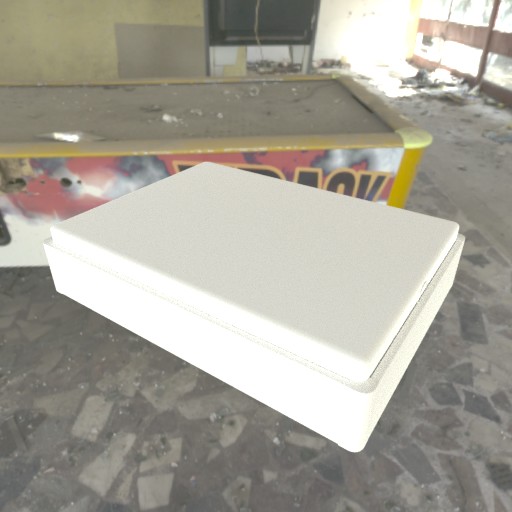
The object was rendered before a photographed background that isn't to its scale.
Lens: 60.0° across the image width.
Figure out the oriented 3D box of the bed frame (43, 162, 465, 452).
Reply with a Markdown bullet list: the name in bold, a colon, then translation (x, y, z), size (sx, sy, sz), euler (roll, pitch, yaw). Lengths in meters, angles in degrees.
- **bed frame**: translation (0.000, 0.000, 2.504), size (1.900, 0.406, 1.400), euler (20, 36, 29)
